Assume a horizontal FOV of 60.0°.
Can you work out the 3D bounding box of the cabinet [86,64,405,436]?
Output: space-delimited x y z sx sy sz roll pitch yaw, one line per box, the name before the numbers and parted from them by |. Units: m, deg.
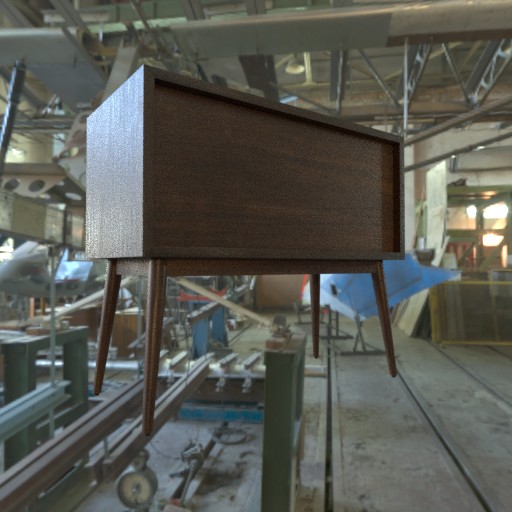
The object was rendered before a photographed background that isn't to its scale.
cabinet | 0.000 0.000 1.128 0.743 0.654 0.354 1 -2 -36
